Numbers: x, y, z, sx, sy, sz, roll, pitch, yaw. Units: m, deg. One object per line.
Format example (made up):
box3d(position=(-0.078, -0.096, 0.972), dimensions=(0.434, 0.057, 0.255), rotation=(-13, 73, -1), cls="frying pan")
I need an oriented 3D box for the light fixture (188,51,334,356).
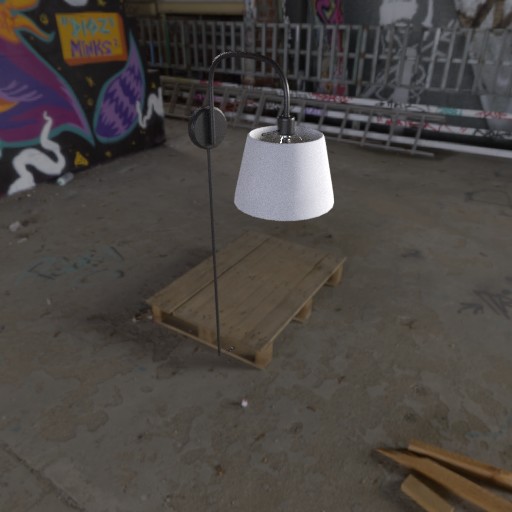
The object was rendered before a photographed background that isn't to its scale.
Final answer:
box3d(position=(0.000, 0.000, 0.478), dimensions=(0.092, 0.399, 0.176), rotation=(-21, 35, -32), cls="light fixture")
